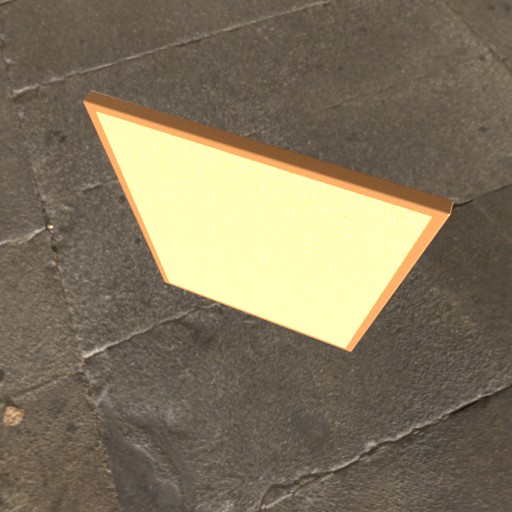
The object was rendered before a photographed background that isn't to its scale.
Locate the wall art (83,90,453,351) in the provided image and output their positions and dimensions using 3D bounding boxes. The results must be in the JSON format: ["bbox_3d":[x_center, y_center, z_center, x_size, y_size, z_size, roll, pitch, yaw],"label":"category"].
[{"bbox_3d":[0.000,0.000,0.754,0.449,0.550,0.021,19,65,10],"label":"wall art"}]
